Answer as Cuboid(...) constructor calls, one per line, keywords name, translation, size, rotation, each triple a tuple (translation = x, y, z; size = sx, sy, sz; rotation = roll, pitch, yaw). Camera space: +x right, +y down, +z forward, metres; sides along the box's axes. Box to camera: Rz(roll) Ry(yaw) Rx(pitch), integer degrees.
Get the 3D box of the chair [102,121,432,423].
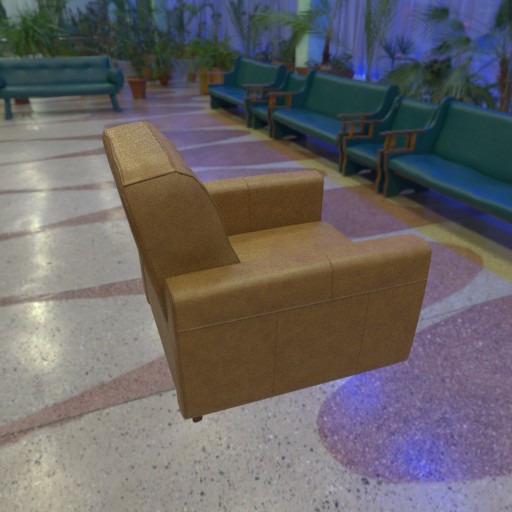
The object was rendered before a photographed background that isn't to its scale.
Cuboid(name="chair", translation=(0.000, 0.000, 1.671), size=(0.942, 0.968, 0.845), rotation=(-11, 31, -18))
